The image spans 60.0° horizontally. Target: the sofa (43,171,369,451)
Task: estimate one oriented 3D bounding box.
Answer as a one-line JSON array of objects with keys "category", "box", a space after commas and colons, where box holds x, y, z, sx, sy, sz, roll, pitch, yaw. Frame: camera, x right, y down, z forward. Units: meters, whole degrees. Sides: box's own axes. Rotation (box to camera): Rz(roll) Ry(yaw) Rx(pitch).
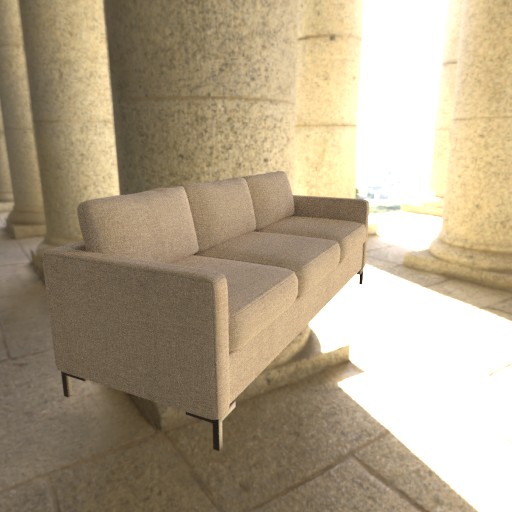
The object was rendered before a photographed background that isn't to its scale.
[{"category": "sofa", "box": [0.000, 0.000, 2.621, 0.859, 0.874, 2.218, 7, 16, 26]}]
